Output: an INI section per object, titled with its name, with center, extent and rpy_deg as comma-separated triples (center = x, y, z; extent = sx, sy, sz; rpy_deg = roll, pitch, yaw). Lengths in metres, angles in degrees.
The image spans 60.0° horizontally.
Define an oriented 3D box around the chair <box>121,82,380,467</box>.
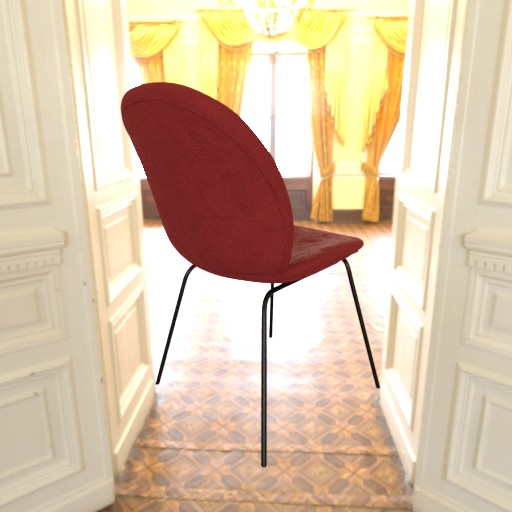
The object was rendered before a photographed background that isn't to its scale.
[chair]
center = 0.000, 0.000, 1.133
extent = 0.587, 0.791, 0.458
rpy_deg = -14, 21, -41
